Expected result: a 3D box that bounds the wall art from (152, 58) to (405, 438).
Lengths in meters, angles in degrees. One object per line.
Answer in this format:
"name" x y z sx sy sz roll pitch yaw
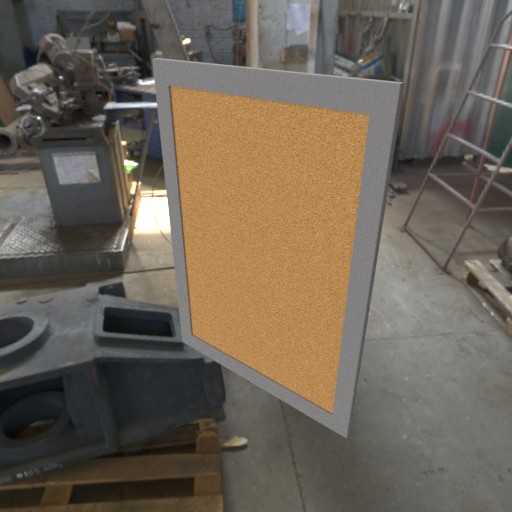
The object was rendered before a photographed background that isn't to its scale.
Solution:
"wall art" 0.000 0.000 0.674 0.374 0.529 0.012 21 36 32
